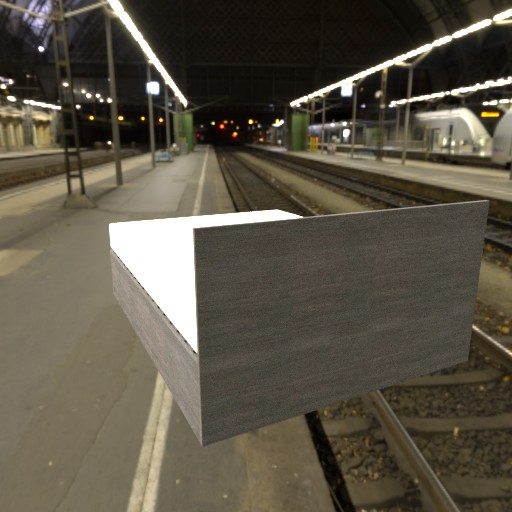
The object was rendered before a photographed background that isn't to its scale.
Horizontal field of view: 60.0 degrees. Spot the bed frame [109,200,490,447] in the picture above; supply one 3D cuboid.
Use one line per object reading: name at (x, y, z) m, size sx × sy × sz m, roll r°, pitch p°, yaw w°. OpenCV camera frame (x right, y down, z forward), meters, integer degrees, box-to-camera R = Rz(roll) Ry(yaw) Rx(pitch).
bed frame at (0.000, 0.000, 2.615) m, size 1.400 × 0.800 × 1.900 m, roll -7°, pitch 17°, yaw -26°
